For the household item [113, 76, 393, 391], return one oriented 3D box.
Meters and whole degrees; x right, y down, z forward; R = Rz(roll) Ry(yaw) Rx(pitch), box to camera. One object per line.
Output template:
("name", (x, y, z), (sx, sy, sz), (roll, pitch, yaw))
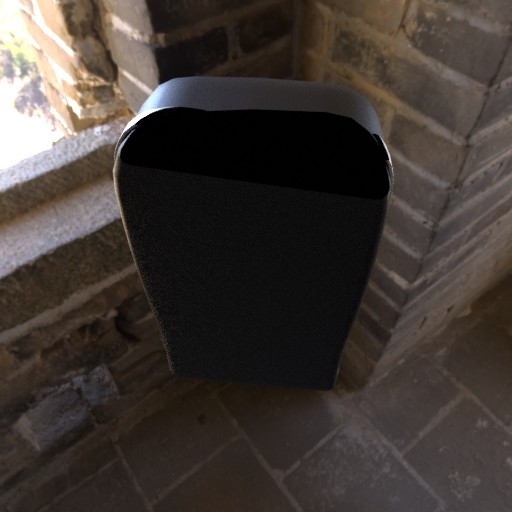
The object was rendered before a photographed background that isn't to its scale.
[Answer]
("household item", (0.000, 0.000, 0.146), (0.070, 0.114, 0.038), (4, 48, 4))
